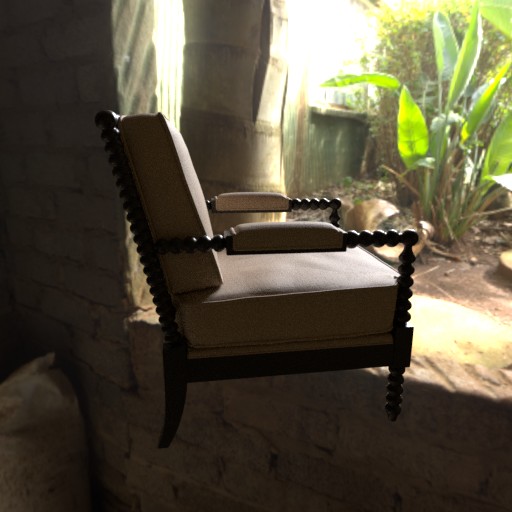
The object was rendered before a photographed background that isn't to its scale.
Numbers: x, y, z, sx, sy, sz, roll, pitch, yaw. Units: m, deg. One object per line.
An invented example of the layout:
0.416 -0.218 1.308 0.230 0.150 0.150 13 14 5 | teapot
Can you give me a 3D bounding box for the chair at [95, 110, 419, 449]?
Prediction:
0.000 0.000 1.156 0.657 0.703 0.555 -2 15 -9 | chair
